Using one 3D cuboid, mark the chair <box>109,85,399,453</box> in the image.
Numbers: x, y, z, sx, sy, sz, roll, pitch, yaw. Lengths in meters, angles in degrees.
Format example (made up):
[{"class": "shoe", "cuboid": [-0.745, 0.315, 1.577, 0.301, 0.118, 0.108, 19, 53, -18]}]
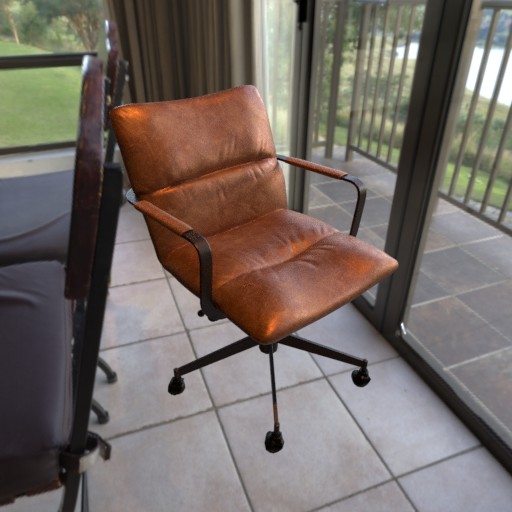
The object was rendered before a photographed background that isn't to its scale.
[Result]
[{"class": "chair", "cuboid": [0.000, 0.000, 1.477, 0.727, 0.922, 0.754, -24, 39, -33]}]
